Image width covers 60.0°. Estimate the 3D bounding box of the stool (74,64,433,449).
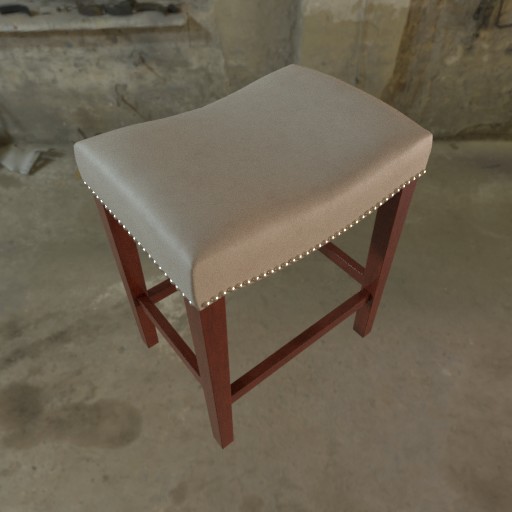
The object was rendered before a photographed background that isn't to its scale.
[{"bbox_3d":[0.000,0.000,0.956,0.509,0.632,0.375,-30,54,-25],"label":"stool"}]
